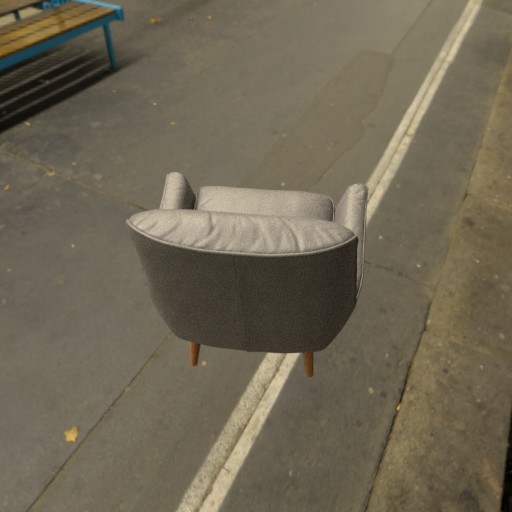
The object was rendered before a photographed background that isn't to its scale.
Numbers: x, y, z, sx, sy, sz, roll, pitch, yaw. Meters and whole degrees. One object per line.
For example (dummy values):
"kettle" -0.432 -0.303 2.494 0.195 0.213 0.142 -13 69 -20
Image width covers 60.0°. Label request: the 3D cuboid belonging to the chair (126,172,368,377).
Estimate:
"chair" 0.000 0.000 1.495 0.787 0.888 0.822 4 46 4
